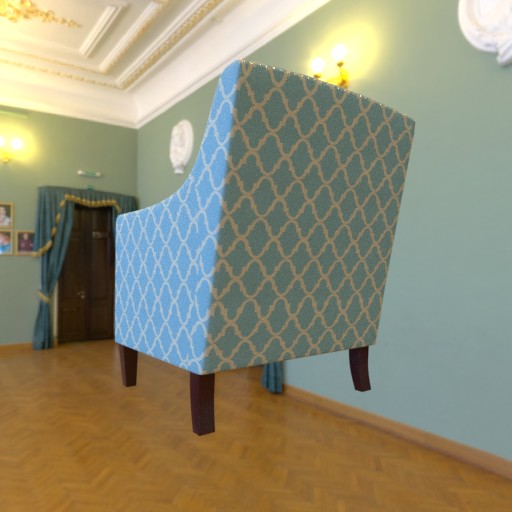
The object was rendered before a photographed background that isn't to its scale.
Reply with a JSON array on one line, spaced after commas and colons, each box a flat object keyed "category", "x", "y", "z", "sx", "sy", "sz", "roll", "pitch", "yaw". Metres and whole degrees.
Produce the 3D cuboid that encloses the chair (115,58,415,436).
[{"category": "chair", "x": 0.000, "y": 0.000, "z": 1.326, "sx": 0.617, "sy": 0.817, "sz": 0.686, "roll": 1, "pitch": -1, "yaw": -37}]
